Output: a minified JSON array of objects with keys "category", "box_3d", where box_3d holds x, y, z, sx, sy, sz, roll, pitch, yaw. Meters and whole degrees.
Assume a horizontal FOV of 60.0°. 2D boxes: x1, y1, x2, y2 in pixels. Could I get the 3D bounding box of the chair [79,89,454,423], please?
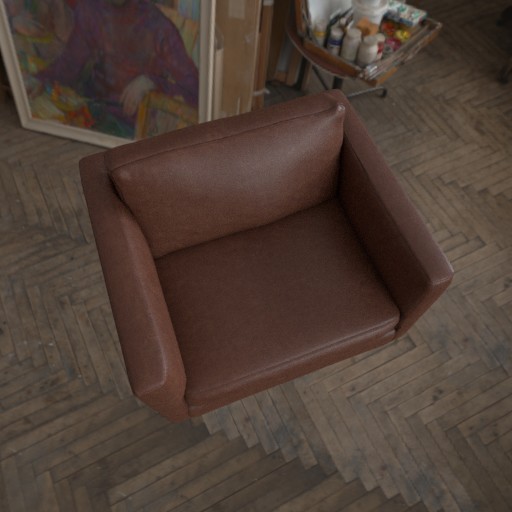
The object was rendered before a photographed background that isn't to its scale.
[{"category":"chair","box_3d":[0.000,0.000,1.800,1.107,0.917,0.959,-18,65,-9]}]
